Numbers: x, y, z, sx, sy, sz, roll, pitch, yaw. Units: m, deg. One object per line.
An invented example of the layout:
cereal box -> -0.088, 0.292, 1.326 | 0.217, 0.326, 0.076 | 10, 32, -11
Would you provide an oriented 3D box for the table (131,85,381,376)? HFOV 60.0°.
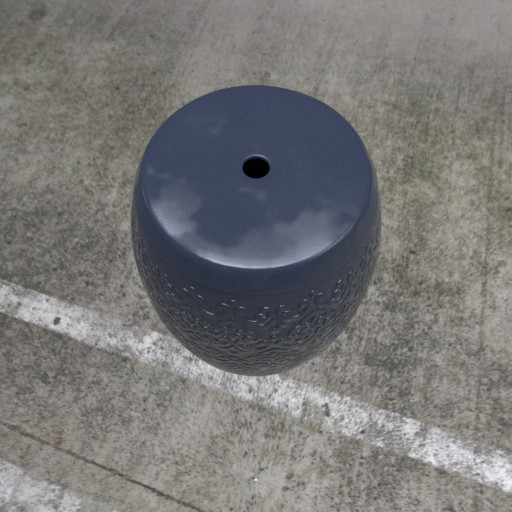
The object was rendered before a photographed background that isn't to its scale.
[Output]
table -> 0.000, 0.000, 0.616 | 0.309, 0.397, 0.309 | 0, 63, 0
